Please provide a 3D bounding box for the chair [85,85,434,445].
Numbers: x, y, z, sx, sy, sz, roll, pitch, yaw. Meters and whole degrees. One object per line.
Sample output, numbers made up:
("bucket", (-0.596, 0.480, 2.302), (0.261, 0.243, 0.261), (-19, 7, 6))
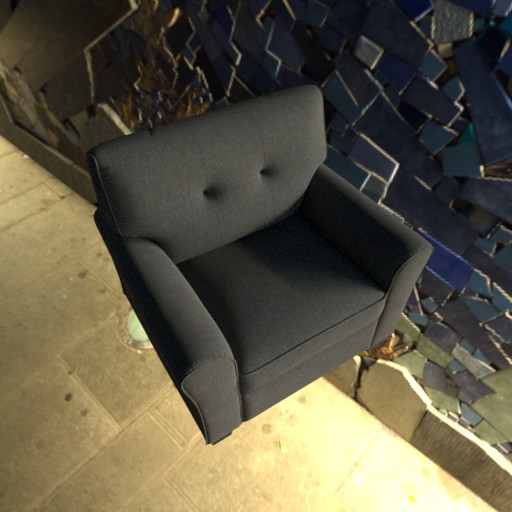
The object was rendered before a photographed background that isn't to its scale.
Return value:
("chair", (0.000, 0.000, 1.621), (0.941, 0.890, 0.816), (-24, 50, -22))
